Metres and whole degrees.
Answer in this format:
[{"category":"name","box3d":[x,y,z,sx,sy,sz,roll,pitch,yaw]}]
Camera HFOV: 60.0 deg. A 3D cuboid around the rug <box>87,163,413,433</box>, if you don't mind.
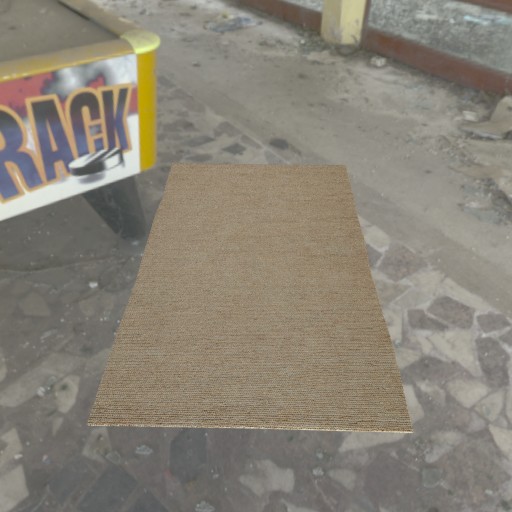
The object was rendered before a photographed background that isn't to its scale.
[{"category":"rug","box3d":[0.000,0.000,2.980,1.533,0.011,2.439,1,41,1]}]
